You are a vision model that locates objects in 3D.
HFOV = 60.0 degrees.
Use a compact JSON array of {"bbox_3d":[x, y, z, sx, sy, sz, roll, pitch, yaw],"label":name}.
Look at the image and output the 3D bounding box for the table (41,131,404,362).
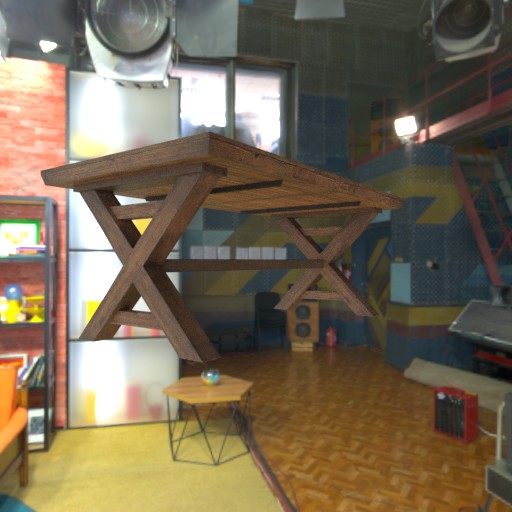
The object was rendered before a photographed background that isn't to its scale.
[{"bbox_3d":[0.000,0.000,2.555,1.071,0.793,1.966,0,-1,36],"label":"table"}]
